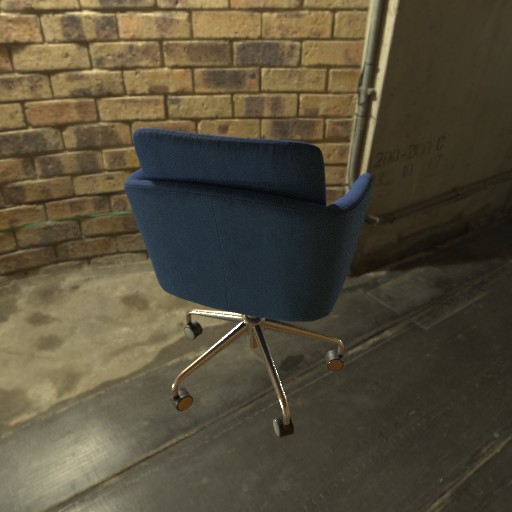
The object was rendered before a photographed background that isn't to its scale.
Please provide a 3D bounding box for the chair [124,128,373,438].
[{"bbox_3d":[0.000,0.000,1.401,0.641,0.908,0.635,9,32,15],"label":"chair"}]
